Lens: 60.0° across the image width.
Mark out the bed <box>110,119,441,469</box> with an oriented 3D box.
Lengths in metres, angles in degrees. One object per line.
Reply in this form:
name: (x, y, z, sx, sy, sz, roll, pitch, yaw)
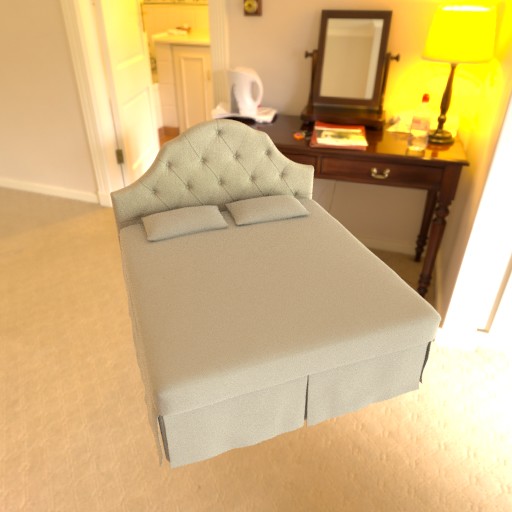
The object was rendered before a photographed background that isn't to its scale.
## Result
bed: (0.000, 0.000, 3.402, 2.012, 1.555, 2.086, -11, 34, -17)
